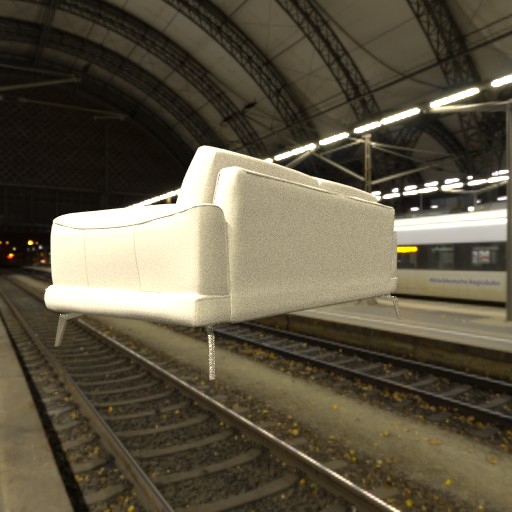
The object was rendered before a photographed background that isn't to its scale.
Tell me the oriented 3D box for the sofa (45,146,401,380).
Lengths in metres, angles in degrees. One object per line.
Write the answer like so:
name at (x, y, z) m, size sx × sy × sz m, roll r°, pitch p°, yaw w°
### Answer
sofa at (0.000, 0.000, 2.743) m, size 1.121 × 0.930 × 2.177 m, roll 0°, pitch 0°, yaw 37°
